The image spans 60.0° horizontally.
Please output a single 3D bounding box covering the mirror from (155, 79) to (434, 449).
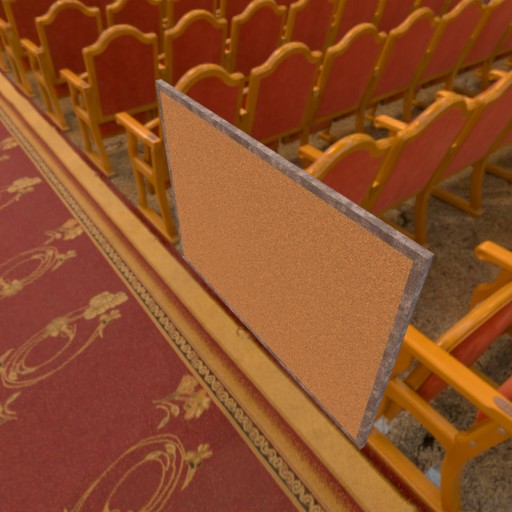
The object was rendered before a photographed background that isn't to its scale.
[{"bbox_3d":[0.000,0.000,1.428,0.022,0.795,1.101,-26,48,-26],"label":"mirror"}]
